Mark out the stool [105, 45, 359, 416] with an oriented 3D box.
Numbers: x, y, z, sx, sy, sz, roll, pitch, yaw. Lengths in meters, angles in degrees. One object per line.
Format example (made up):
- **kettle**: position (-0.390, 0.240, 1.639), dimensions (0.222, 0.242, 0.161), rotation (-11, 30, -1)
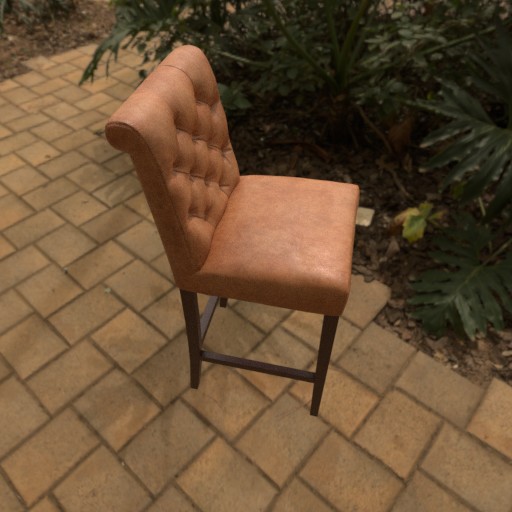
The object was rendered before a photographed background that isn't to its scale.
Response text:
- **stool**: position (0.000, 0.000, 1.451), dimensions (0.601, 1.140, 0.493), rotation (9, 46, 9)
